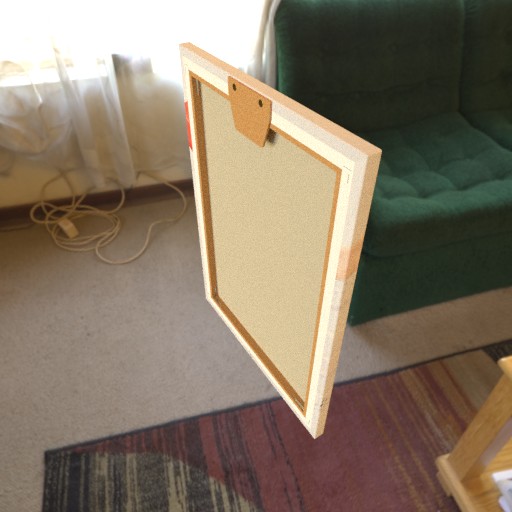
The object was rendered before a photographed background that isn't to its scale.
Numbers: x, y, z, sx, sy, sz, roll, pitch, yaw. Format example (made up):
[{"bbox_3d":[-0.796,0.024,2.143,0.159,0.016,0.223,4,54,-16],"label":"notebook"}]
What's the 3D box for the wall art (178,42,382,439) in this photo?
[{"bbox_3d":[0.000,0.000,1.102,0.036,0.848,0.613,-23,47,-24],"label":"wall art"}]
